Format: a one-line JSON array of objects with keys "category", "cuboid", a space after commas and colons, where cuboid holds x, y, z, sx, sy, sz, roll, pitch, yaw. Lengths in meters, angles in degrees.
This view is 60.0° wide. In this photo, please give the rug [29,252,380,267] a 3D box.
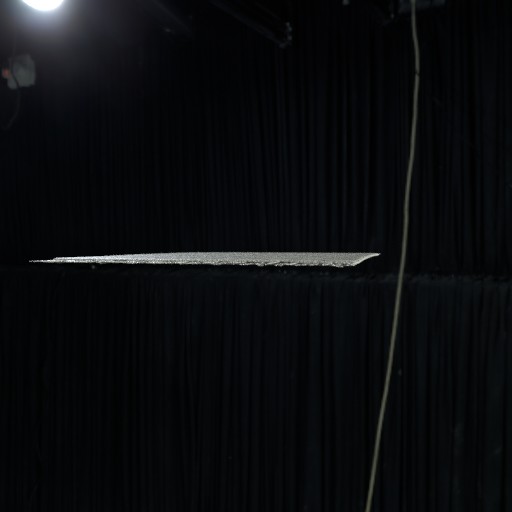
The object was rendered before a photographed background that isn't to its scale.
[{"category": "rug", "cuboid": [0.000, 0.000, 3.245, 1.664, 0.029, 2.615, 0, 1, 18]}]
